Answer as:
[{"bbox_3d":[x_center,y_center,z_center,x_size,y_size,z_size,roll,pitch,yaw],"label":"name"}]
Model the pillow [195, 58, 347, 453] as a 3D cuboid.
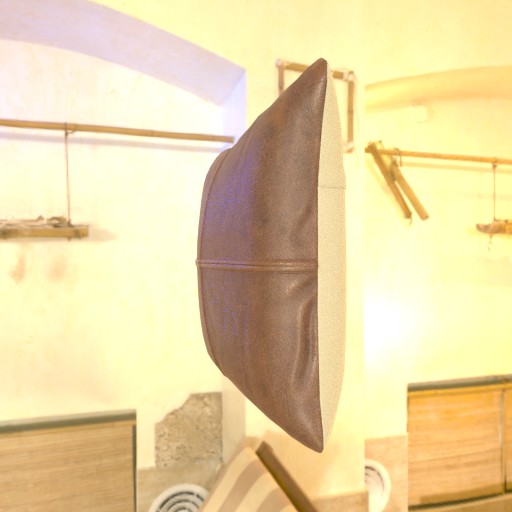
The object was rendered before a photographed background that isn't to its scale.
[{"bbox_3d":[0.000,0.000,0.739,0.192,0.470,0.484,0,0,-18],"label":"pillow"}]
